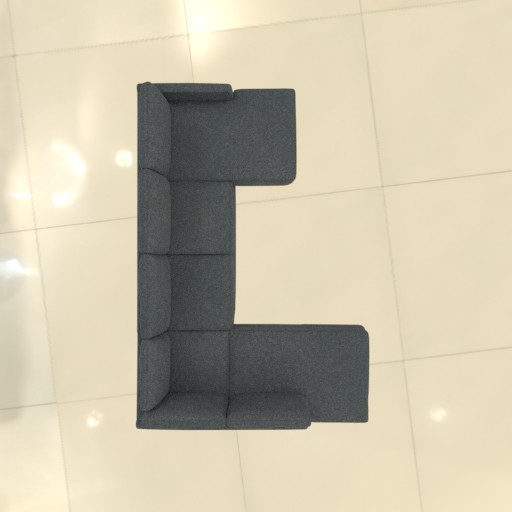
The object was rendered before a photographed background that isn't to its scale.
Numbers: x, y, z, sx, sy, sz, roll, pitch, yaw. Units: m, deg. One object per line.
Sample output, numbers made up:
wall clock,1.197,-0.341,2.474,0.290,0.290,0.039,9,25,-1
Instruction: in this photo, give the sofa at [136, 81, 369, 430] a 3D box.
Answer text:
sofa,0.000,0.000,3.893,2.007,0.813,2.956,0,90,0
